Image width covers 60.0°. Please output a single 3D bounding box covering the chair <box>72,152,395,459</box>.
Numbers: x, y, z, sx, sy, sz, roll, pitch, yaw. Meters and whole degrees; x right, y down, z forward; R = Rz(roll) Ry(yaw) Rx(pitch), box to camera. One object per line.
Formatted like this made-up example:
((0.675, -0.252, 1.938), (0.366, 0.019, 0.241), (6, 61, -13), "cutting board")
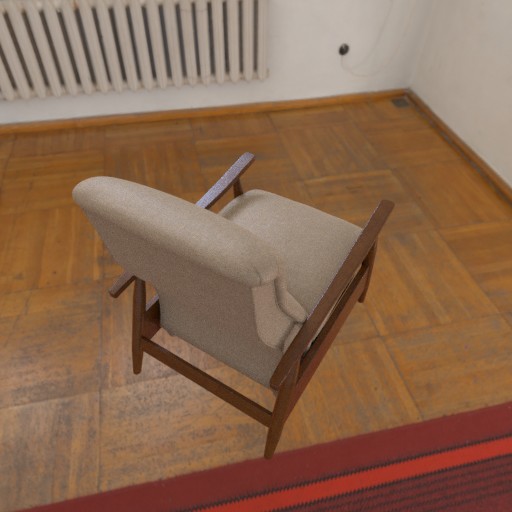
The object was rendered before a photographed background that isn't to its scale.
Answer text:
((0.000, 0.000, 1.786), (0.762, 1.082, 1.030), (24, 50, 22), "chair")
